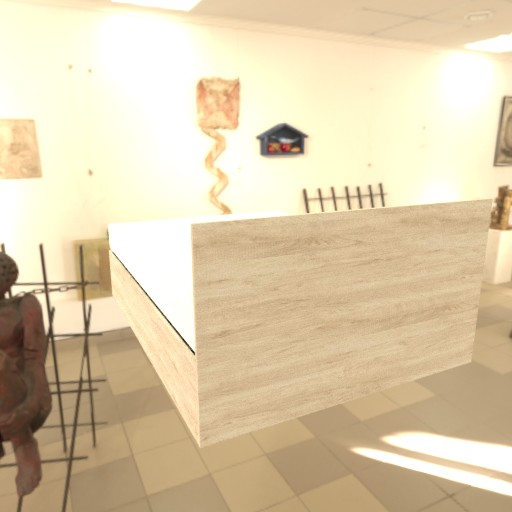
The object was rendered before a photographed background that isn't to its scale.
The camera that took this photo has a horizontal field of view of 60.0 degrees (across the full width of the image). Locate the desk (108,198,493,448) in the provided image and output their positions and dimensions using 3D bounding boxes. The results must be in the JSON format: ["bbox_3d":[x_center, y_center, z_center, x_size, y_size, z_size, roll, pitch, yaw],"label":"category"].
[{"bbox_3d":[0.000,0.000,2.585,1.400,0.800,1.900,-7,16,-26],"label":"desk"}]
